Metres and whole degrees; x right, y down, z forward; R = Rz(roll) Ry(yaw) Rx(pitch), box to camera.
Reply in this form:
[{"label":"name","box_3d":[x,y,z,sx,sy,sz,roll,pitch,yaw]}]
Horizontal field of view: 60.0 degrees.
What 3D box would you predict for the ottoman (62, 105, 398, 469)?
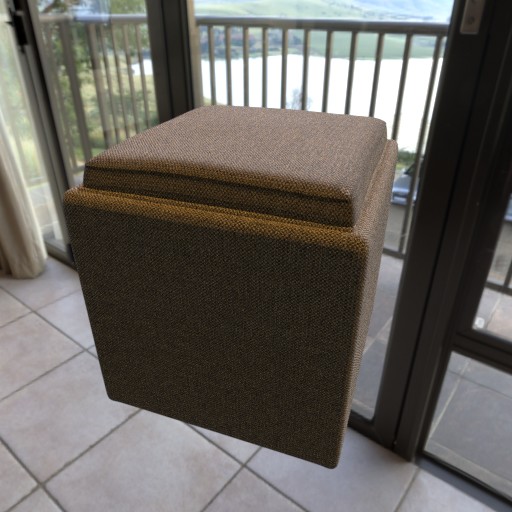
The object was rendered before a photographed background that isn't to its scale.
[{"label":"ottoman","box_3d":[0.000,0.000,0.833,0.436,0.487,0.454,10,32,17]}]
